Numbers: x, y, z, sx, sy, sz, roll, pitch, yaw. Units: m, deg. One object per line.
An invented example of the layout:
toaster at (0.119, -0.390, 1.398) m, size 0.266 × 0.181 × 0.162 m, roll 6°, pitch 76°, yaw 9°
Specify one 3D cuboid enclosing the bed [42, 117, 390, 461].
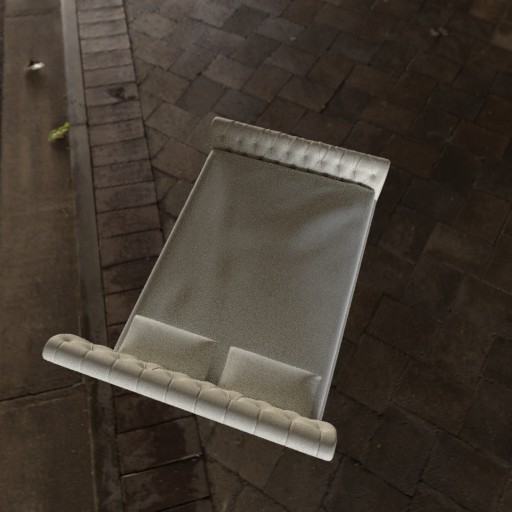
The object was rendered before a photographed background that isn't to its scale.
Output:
bed at (0.000, 0.000, 3.338) m, size 1.606 × 1.268 × 2.493 m, roll 17°, pitch 64°, yaw 8°
